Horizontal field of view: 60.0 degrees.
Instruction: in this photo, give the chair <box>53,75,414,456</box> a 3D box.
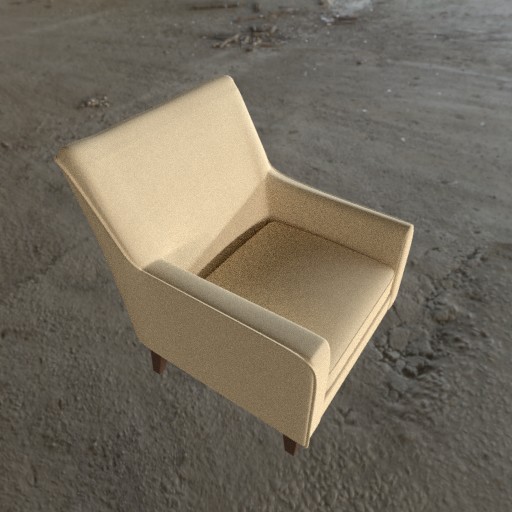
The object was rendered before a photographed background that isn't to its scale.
[{"bbox_3d":[0.000,0.000,1.590,0.899,0.919,0.780,24,46,25],"label":"chair"}]
